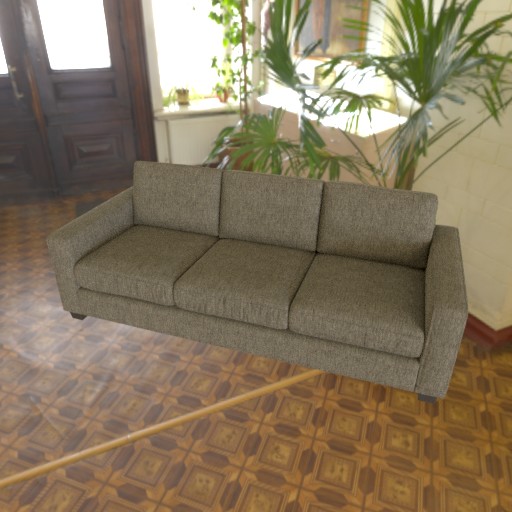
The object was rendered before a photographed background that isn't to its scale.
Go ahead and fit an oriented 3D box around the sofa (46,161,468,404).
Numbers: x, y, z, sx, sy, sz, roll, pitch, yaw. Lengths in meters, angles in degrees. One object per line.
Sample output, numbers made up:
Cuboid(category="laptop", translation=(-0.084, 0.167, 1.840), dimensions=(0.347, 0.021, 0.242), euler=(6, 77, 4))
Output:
Cuboid(category="sofa", translation=(0.000, 0.000, 2.555), dimensions=(2.160, 0.800, 0.900), euler=(9, 30, 17))
